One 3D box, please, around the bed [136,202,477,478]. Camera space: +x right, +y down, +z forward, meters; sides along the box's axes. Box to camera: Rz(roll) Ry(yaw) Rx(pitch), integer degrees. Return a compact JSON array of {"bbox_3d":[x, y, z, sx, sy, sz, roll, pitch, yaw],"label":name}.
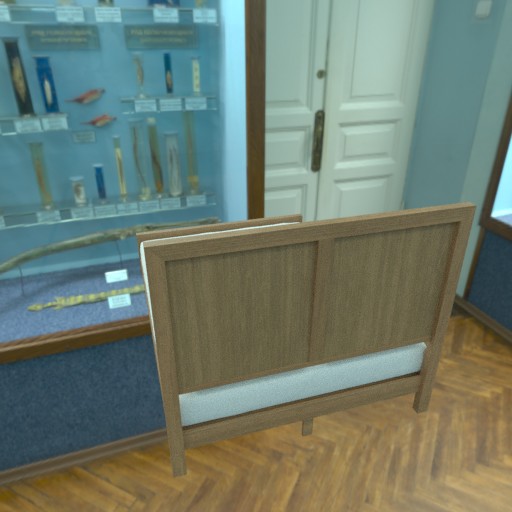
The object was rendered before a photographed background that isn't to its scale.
[{"bbox_3d":[0.000,0.000,3.220,1.606,1.387,2.184,-8,28,-15],"label":"bed"}]
